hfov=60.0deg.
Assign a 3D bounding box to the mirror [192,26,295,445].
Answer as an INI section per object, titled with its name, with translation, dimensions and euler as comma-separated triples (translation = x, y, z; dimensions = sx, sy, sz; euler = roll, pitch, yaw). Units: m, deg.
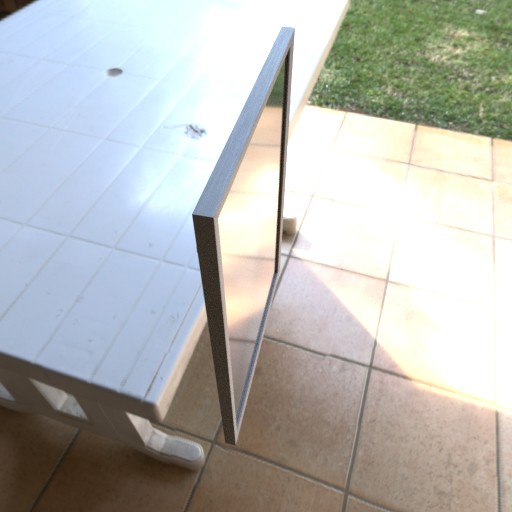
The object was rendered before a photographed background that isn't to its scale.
[mirror]
translation = 0.000, 0.000, 1.320
dimensions = 0.040, 1.016, 0.762
euler = 10, 49, 9
